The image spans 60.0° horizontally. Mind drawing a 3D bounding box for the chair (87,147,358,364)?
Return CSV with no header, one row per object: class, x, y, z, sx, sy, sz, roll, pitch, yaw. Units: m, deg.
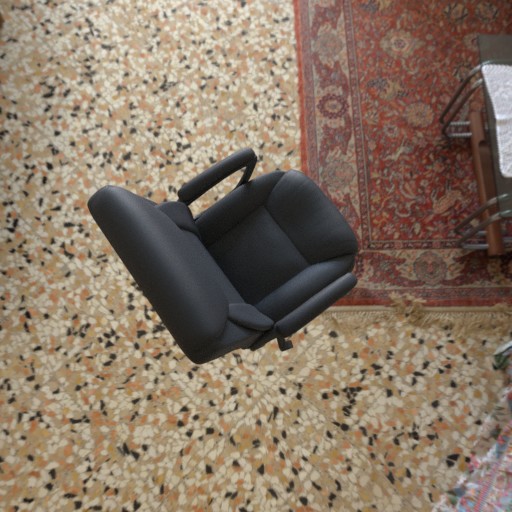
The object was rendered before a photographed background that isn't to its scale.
chair,0.000,0.000,1.483,0.655,1.072,0.615,-35,77,-9
